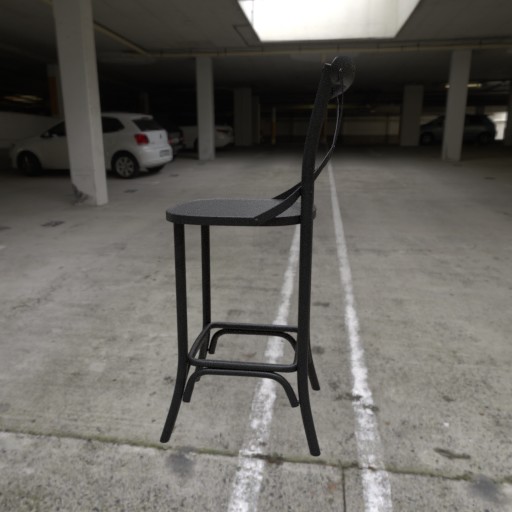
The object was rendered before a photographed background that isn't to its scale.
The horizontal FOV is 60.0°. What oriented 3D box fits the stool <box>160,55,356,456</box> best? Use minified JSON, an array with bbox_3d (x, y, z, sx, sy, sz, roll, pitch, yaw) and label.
[{"bbox_3d":[0.000,0.000,1.467,0.584,1.168,0.457,2,14,8],"label":"stool"}]
